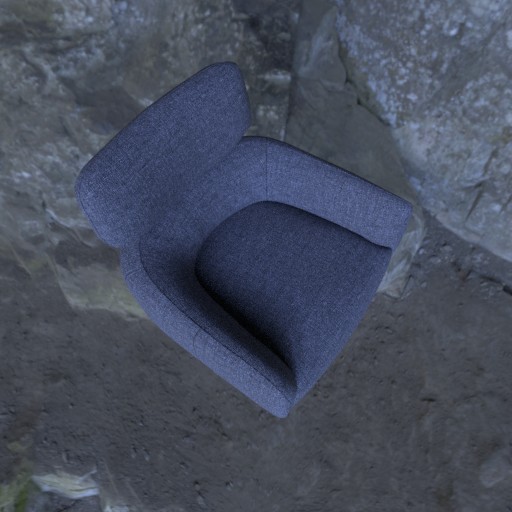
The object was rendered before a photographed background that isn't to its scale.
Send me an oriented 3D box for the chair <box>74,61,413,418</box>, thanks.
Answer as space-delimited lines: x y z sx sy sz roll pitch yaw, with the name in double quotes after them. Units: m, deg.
0.000 0.000 1.347 0.715 0.812 0.706 32 64 18 "chair"
